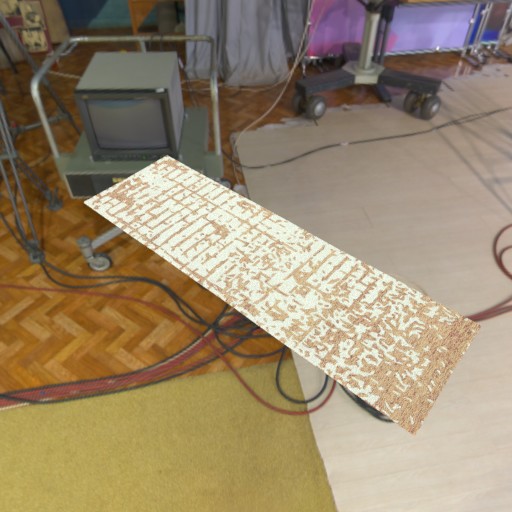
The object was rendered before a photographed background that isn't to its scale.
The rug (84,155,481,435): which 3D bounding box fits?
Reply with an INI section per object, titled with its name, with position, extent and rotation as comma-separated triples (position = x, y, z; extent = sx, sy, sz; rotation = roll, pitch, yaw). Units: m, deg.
[rug]
position = 0.000, 0.000, 2.650
extent = 2.435, 0.011, 0.750
rotation = 32, 54, 27
